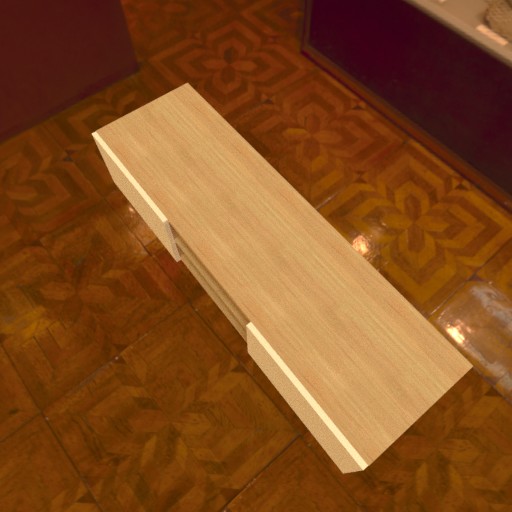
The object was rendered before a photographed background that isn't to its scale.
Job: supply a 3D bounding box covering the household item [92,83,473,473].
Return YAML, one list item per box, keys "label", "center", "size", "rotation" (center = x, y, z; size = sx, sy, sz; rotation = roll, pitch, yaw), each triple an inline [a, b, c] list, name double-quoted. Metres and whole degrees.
- label: "household item"
  center: [0.000, 0.000, 1.549]
  size: [0.420, 0.310, 1.400]
  rotation: [-35, 68, -17]
